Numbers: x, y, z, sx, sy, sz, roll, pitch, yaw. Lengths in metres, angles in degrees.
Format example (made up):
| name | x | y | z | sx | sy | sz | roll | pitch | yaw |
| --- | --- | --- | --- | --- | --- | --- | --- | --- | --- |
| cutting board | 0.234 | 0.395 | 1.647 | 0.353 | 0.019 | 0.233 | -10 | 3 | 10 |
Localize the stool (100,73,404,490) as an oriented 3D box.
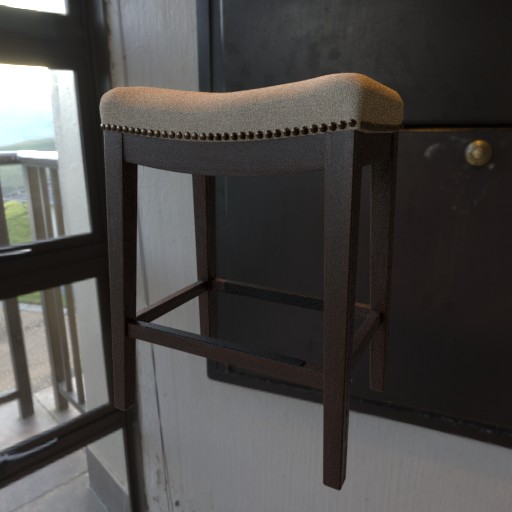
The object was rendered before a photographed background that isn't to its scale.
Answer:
| name | x | y | z | sx | sy | sz | roll | pitch | yaw |
| --- | --- | --- | --- | --- | --- | --- | --- | --- | --- |
| stool | 0.000 | 0.000 | 0.921 | 0.509 | 0.669 | 0.363 | 8 | 18 | 26 |
